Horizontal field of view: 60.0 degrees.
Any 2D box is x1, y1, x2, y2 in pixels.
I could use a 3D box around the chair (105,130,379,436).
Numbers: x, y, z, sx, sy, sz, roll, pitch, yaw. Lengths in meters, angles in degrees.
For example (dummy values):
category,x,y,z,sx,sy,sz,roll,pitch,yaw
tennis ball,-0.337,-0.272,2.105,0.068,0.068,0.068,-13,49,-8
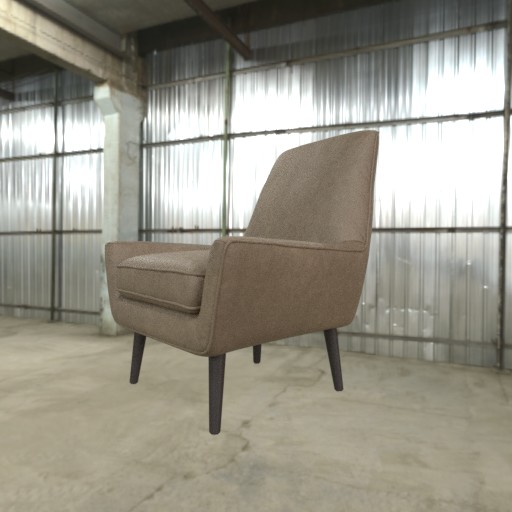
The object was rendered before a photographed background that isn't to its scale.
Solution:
category,x,y,z,sx,sy,sz,roll,pitch,yaw
chair,0.000,0.000,1.519,0.824,0.888,0.787,-1,1,-37
